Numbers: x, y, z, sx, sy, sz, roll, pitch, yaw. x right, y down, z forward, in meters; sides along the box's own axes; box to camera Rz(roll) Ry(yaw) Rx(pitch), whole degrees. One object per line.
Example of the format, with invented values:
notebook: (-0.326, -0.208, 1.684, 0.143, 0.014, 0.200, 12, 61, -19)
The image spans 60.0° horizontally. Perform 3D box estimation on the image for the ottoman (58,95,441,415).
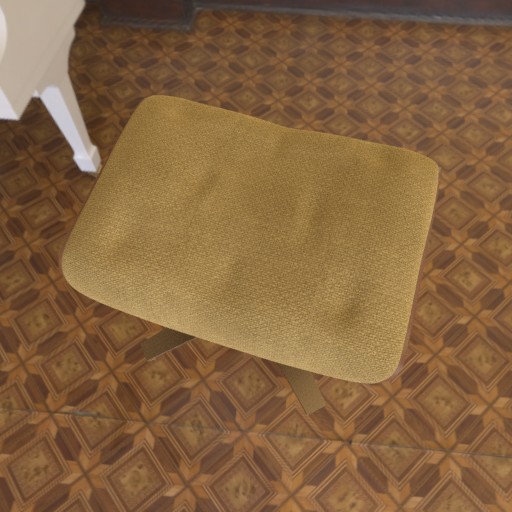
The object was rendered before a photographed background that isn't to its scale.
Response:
ottoman: (0.000, 0.000, 0.810, 0.520, 0.391, 0.394, 16, 60, 9)
